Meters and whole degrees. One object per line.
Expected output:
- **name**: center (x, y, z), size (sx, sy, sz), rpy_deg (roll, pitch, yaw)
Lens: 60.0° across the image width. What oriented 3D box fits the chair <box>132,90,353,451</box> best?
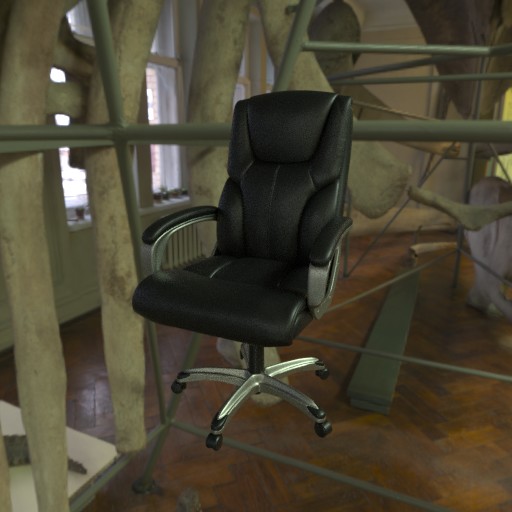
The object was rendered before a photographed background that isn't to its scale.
- **chair**: center (0.000, 0.000, 1.574), size (0.663, 1.155, 0.739), rpy_deg (7, 17, 25)
